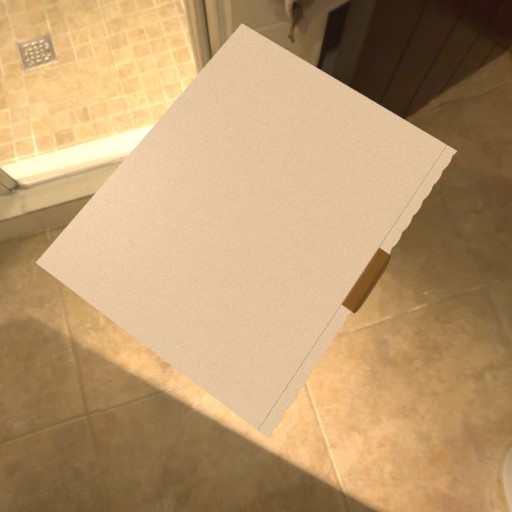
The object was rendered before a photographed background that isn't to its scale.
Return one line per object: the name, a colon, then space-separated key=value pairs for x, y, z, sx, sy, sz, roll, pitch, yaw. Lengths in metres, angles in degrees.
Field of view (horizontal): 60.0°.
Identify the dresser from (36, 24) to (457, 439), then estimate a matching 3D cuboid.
dresser: x=0.000 y=0.000 z=0.927 sx=0.414 sy=0.568 sz=0.503 roll=34 pitch=78 yaw=9
